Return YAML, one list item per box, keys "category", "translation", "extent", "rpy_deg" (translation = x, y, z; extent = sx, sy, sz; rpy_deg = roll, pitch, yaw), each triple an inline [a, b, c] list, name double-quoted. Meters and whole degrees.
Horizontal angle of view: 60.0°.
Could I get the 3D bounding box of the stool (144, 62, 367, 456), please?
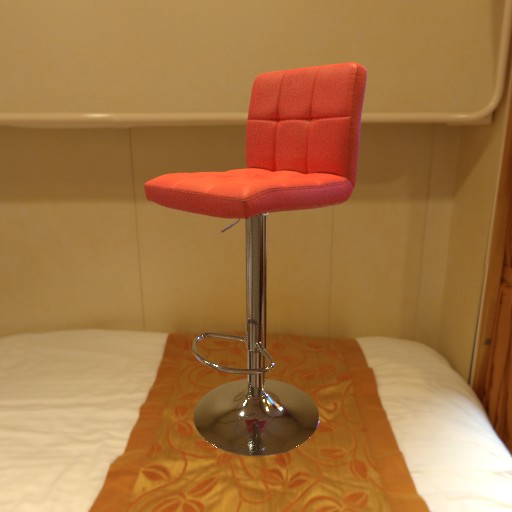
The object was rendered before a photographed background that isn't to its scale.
- category: "stool"
  translation: [0.000, 0.000, 1.359]
  extent: [0.430, 1.115, 0.505]
  rpy_deg: [14, 21, 42]
